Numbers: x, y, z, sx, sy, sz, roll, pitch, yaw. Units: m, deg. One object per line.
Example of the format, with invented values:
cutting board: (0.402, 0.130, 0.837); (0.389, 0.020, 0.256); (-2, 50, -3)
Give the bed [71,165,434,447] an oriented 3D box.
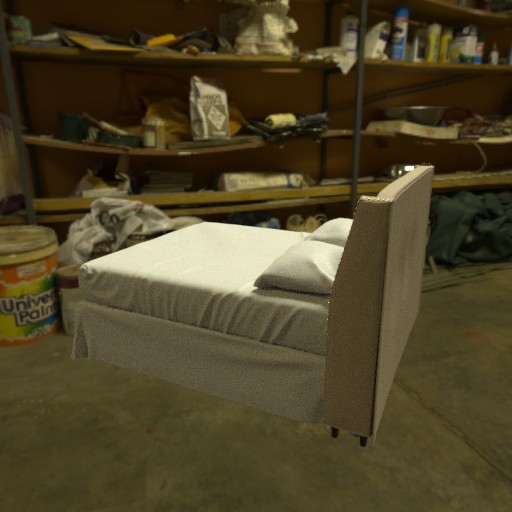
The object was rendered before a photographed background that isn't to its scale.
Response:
bed: (0.000, 0.000, 3.390); (2.276, 1.332, 1.925); (8, 18, 25)
